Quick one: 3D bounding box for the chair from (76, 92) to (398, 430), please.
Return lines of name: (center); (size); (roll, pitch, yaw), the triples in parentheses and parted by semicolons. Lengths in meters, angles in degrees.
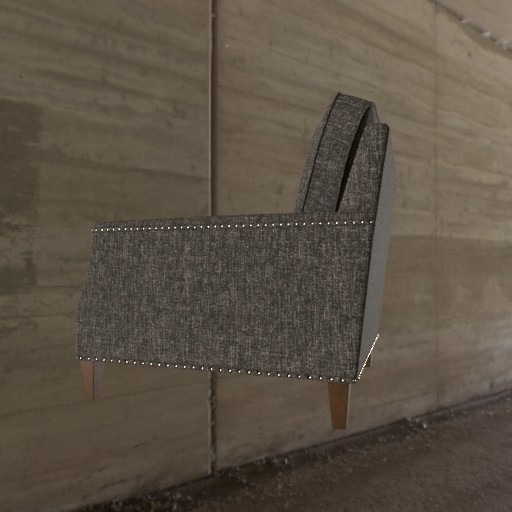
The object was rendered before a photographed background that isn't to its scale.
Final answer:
chair: (0.000, 0.000, 1.689); (1.014, 0.943, 0.853); (0, -1, 19)
